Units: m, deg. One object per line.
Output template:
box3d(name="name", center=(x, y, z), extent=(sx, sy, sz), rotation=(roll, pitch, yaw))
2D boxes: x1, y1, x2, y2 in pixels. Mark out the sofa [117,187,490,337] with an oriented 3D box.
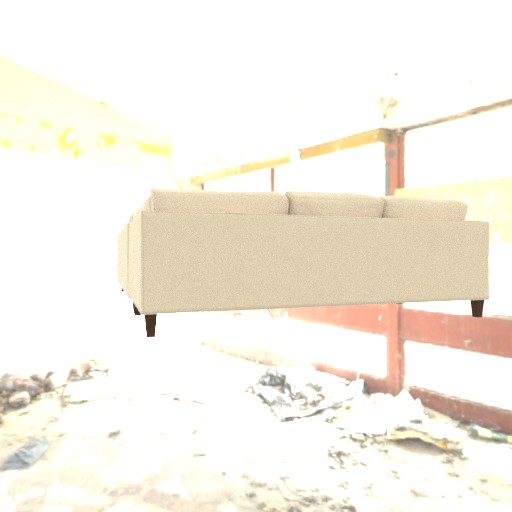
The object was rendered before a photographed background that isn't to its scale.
box3d(name="sofa", center=(0.000, 0.000, 4.239), extent=(2.432, 0.863, 3.182), rotation=(0, 0, -19))
